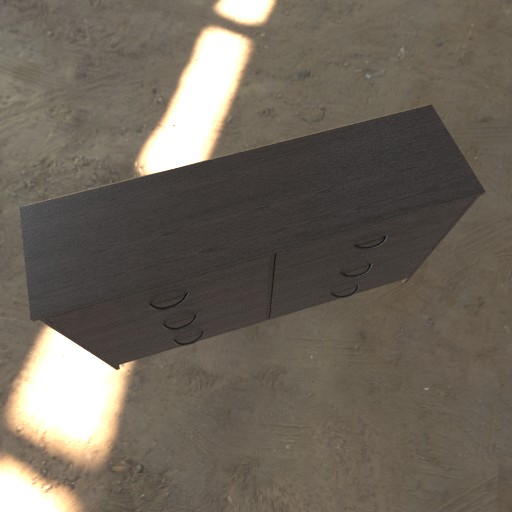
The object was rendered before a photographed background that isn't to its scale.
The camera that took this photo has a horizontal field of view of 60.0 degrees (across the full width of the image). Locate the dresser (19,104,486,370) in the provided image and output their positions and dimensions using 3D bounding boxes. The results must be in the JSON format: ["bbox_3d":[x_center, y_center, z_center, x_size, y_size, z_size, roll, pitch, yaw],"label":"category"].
[{"bbox_3d":[0.000,0.000,1.673,1.360,0.755,0.401,-16,66,-7],"label":"dresser"}]
